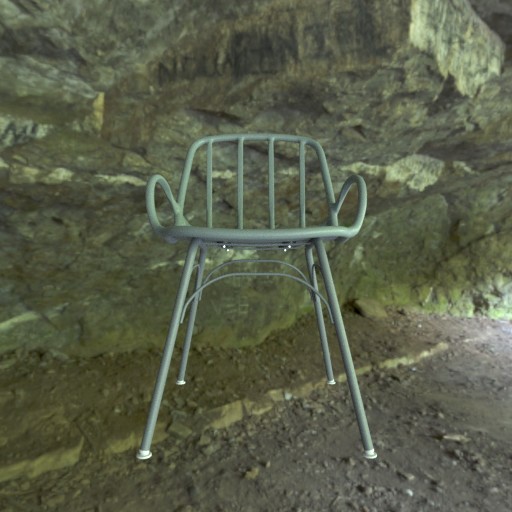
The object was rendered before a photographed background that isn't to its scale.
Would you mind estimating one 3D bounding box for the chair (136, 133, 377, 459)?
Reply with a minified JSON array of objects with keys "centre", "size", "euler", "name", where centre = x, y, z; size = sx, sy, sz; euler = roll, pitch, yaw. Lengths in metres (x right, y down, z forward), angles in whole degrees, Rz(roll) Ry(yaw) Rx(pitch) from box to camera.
[{"centre":[0.000,0.000,1.188],"size":[0.549,0.816,0.597],"euler":[0,0,0],"name":"chair"}]
